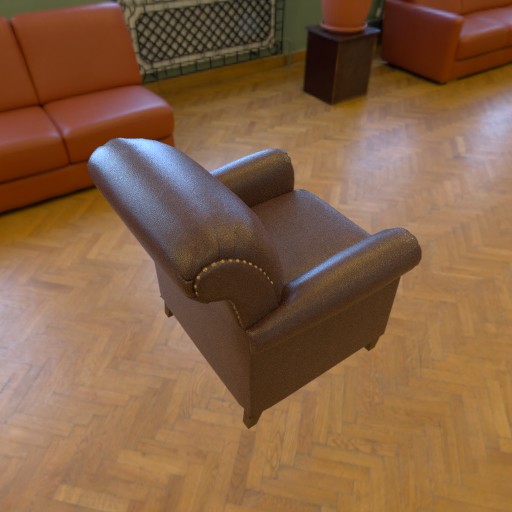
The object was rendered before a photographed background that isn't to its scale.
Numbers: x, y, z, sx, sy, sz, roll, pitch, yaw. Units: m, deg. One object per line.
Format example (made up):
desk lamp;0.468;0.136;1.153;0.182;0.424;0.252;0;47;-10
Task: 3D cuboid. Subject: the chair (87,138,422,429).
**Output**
chair;0.000;0.000;1.647;0.890;0.927;0.854;-25;47;-25
